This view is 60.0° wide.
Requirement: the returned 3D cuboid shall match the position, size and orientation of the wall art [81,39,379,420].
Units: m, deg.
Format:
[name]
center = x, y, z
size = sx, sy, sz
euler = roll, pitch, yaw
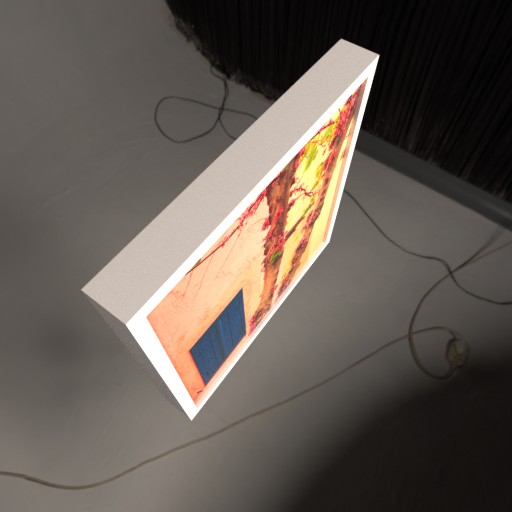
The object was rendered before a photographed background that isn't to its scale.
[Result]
[wall art]
center = 0.000, 0.000, 0.454
size = 0.038, 0.302, 0.305
euler = 32, 65, 17
